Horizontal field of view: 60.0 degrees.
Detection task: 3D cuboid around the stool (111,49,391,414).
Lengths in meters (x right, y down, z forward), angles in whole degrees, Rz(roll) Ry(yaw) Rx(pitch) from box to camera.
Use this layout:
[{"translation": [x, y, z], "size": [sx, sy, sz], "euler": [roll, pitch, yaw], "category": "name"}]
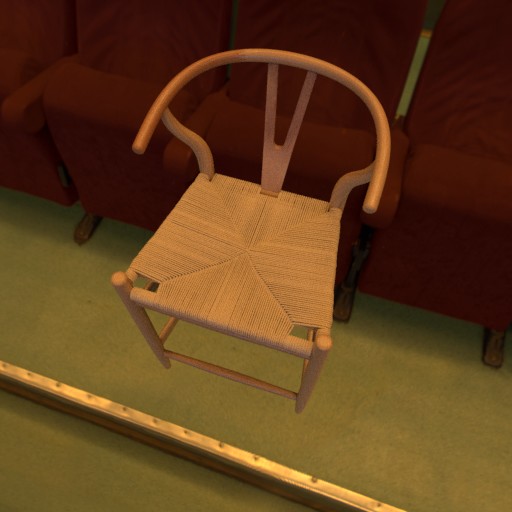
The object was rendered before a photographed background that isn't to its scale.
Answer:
[{"translation": [0.000, 0.000, 1.271], "size": [0.536, 0.923, 0.575], "euler": [16, 60, 9], "category": "stool"}]
